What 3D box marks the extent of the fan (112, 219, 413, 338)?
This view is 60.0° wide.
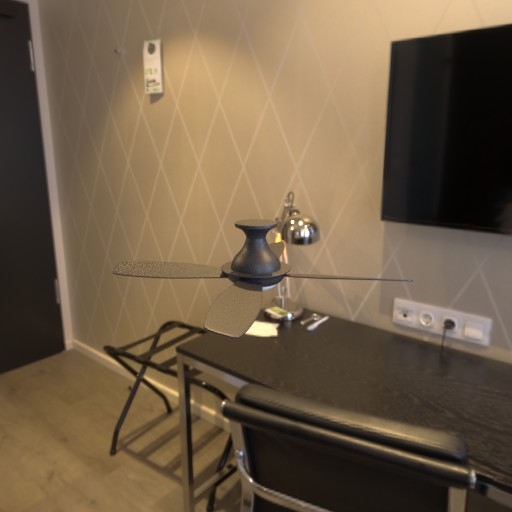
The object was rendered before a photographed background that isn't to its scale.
[{"bbox_3d":[0.000,0.000,2.484,1.694,0.382,1.694,2,14,9],"label":"fan"}]
